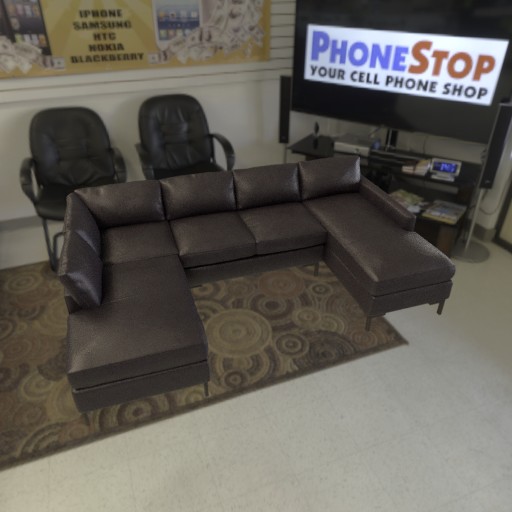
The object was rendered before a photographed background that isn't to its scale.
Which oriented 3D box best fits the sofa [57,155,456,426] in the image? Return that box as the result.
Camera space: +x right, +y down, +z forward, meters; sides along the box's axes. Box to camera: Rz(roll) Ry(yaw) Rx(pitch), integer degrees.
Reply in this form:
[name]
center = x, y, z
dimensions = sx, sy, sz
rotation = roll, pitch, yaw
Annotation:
[sofa]
center = 0.000, 0.000, 3.737
dimensions = 2.956, 0.900, 1.939
rotation = -10, 34, -15
